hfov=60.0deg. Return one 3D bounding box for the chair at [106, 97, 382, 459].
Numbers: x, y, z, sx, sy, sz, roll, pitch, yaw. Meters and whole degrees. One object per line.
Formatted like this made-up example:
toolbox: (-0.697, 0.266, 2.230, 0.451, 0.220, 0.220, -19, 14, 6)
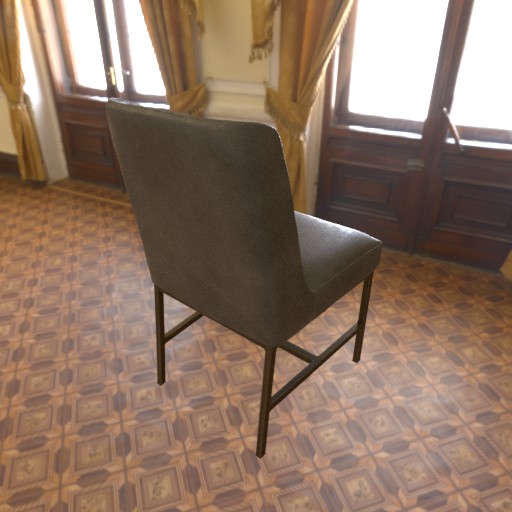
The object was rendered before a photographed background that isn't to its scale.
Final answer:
chair: (0.000, 0.000, 1.249, 0.508, 0.889, 0.587, 22, 37, 34)
